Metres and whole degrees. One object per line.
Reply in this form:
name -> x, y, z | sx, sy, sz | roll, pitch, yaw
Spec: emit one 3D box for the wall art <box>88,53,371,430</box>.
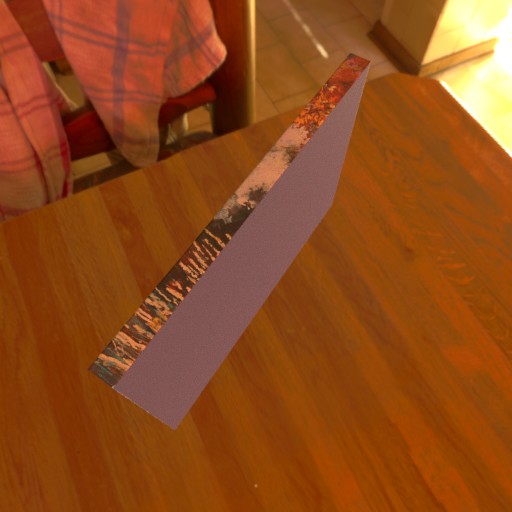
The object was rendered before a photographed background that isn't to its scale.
wall art -> 0.000, 0.000, 0.775 | 0.037, 0.406, 0.610 | 30, 67, 15
